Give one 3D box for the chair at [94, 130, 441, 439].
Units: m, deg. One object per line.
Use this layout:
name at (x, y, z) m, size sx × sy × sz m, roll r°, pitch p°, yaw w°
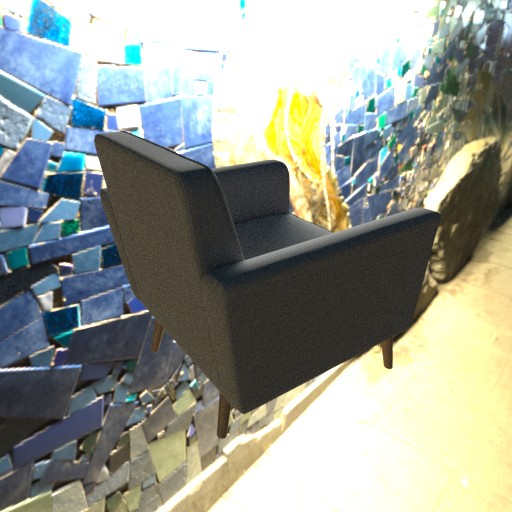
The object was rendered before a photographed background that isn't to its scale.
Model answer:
chair at (0.000, 0.000, 1.410) m, size 0.750 × 0.780 × 0.780 m, roll -17°, pitch 31°, yaw -31°
